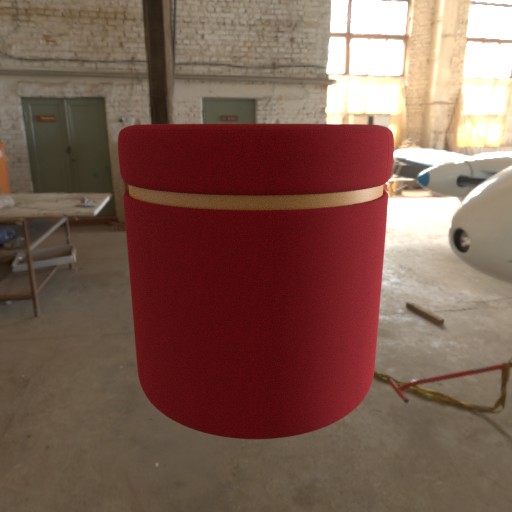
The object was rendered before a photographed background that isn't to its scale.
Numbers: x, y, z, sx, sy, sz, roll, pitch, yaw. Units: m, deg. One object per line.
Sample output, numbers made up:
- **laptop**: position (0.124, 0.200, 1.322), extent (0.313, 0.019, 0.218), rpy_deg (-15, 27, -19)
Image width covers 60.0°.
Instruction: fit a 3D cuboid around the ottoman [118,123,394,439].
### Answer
- **ottoman**: position (0.000, 0.000, 0.717), extent (0.400, 0.406, 0.400), rpy_deg (0, 16, 0)
